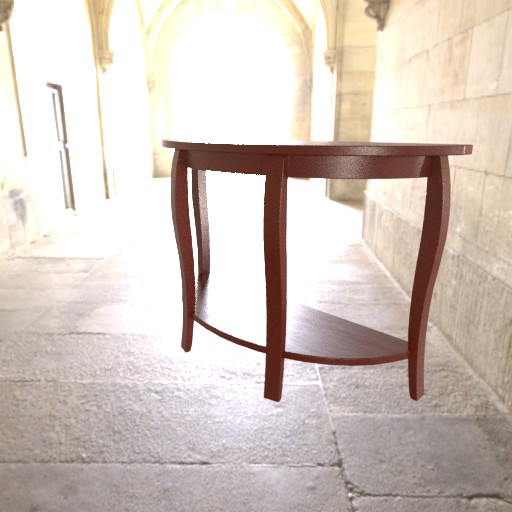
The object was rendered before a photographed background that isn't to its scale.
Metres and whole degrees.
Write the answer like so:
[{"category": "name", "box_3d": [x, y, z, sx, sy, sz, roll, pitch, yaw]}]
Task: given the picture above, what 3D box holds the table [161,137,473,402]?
[{"category": "table", "box_3d": [0.000, 0.000, 1.556, 0.405, 0.779, 1.219, -16, 22, -43]}]
